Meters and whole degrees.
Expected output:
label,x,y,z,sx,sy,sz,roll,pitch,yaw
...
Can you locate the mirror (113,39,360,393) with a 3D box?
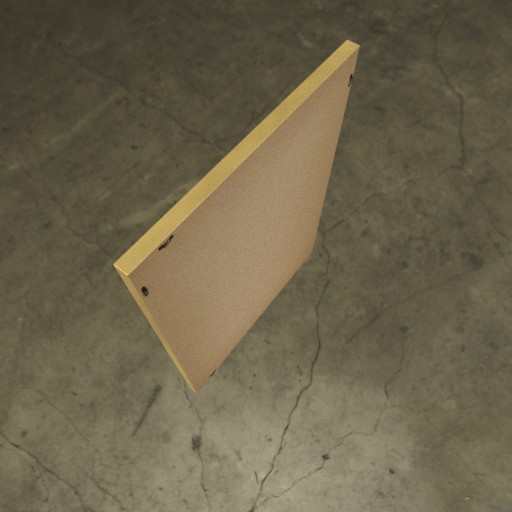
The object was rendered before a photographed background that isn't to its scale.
label,x,y,z,sx,sy,sz,roll,pitch,yaw
mirror,0.000,0.000,1.356,0.040,1.016,0.762,34,67,17
